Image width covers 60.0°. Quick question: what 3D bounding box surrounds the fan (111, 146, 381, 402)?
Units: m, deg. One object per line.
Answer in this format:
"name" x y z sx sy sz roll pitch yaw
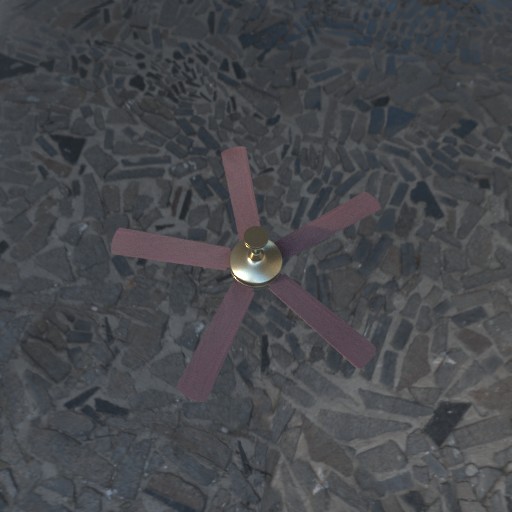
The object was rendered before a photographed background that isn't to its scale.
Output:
"fan" 0.000 0.000 2.016 1.321 0.356 1.321 31 68 15
